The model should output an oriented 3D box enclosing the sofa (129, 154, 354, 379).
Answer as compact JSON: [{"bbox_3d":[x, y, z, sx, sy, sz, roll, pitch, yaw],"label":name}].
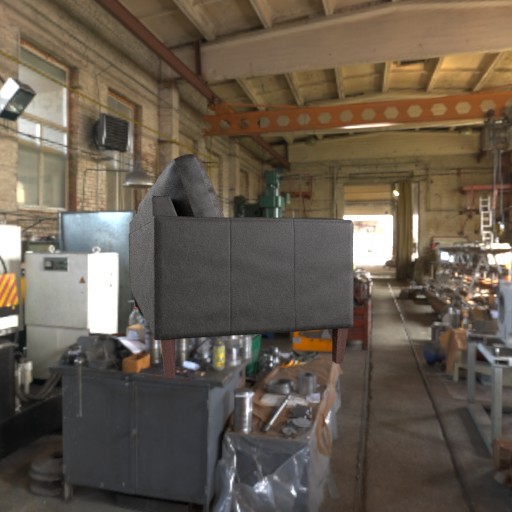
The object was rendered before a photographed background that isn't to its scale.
[{"bbox_3d":[0.000,0.000,2.860,1.497,0.876,2.178,0,1,-18],"label":"sofa"}]
